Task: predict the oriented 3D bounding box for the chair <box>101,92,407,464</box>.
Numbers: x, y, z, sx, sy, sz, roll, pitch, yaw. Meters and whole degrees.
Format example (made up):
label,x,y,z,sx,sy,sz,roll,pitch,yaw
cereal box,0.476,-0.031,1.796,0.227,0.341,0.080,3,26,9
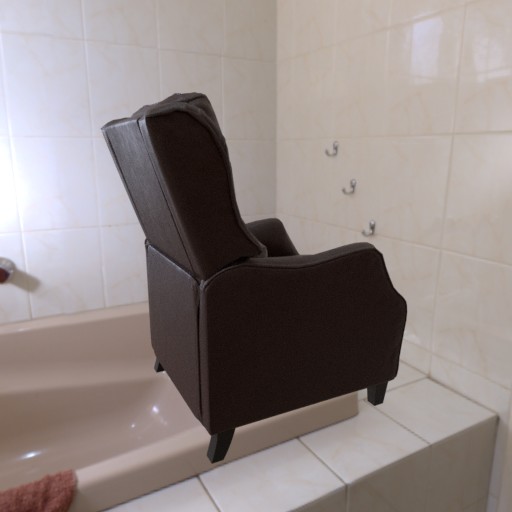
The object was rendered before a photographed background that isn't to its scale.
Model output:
label,x,y,z,sx,sy,sz,roll,pitch,yaw
chair,0.000,0.000,1.732,0.982,1.132,0.770,-7,15,-26
